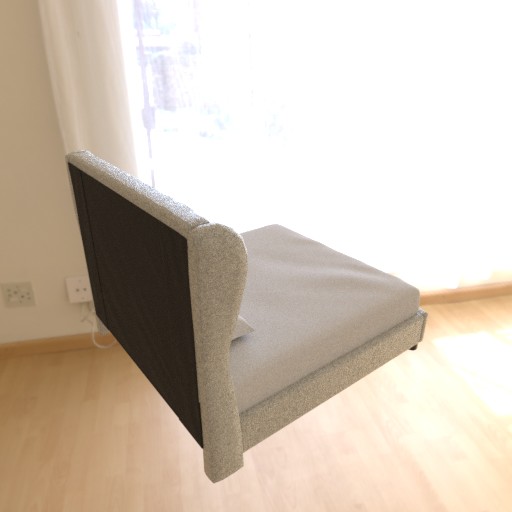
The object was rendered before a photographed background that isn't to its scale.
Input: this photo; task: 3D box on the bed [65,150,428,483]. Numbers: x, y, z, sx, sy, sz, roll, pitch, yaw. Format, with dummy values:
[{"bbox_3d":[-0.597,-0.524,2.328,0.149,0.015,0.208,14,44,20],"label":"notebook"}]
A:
[{"bbox_3d":[0.000,0.000,3.877,2.347,1.771,2.219,-19,32,-33],"label":"bed"}]
